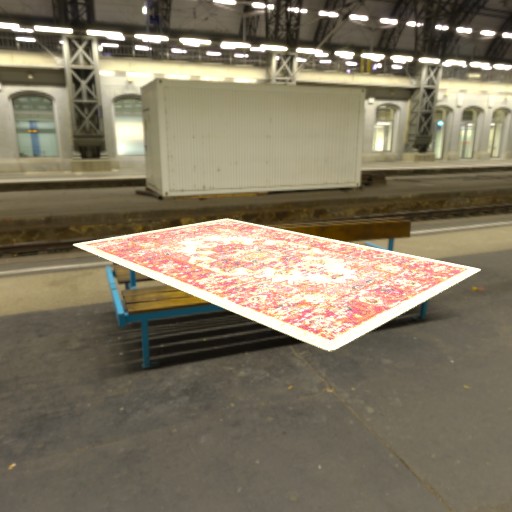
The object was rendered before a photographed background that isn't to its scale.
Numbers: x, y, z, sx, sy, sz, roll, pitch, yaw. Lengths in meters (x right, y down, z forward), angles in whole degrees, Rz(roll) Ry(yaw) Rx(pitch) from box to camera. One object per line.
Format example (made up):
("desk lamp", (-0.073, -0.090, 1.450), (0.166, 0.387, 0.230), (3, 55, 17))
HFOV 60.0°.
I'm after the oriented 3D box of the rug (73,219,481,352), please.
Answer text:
("rug", (0.000, 0.000, 1.096), (0.556, 0.004, 0.868), (-14, 21, -42))
